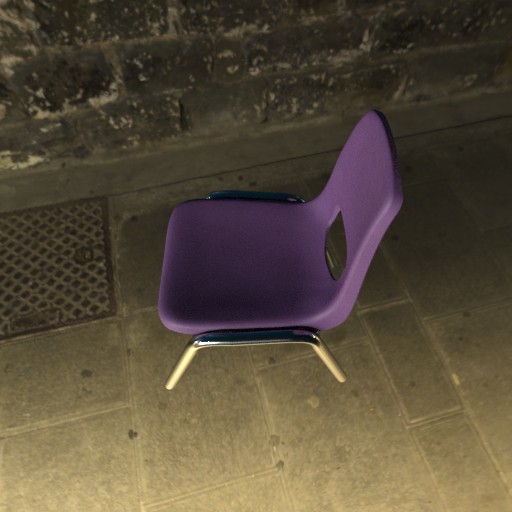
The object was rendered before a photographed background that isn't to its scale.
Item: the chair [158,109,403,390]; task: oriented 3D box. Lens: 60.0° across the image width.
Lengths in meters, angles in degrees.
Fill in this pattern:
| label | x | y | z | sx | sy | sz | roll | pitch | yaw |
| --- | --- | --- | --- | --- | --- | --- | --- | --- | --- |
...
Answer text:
| label | x | y | z | sx | sy | sz | roll | pitch | yaw |
| --- | --- | --- | --- | --- | --- | --- | --- | --- | --- |
| chair | 0.000 | 0.000 | 0.865 | 0.419 | 0.584 | 0.356 | 0 | 57 | 0 |
